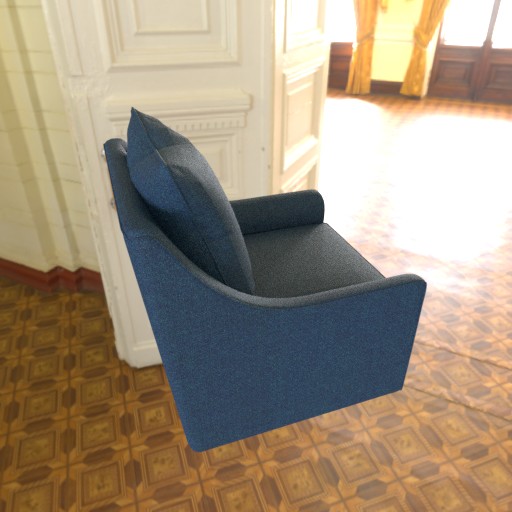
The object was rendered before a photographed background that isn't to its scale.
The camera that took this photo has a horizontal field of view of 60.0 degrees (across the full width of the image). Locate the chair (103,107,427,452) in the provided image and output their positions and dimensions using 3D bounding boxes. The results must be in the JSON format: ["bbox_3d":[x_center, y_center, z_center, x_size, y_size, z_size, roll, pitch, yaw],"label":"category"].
[{"bbox_3d":[0.000,0.000,1.549,0.870,0.939,0.750,-11,33,-17],"label":"chair"}]
